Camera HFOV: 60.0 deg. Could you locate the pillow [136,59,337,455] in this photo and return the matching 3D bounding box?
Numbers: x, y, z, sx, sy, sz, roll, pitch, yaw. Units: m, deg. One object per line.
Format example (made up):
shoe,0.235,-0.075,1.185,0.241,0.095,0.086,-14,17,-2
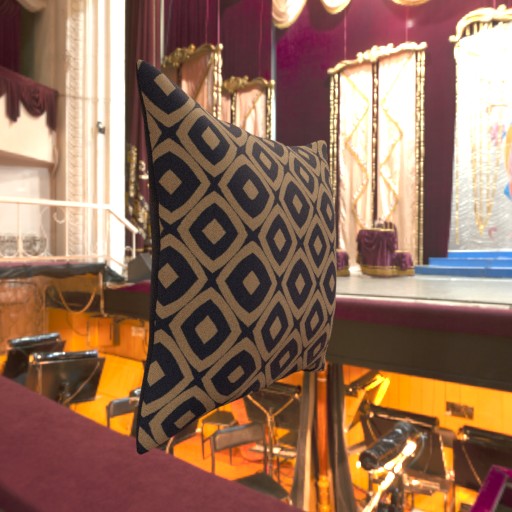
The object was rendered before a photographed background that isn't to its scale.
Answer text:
pillow,0.000,0.000,0.754,0.188,0.494,0.504,0,0,36
